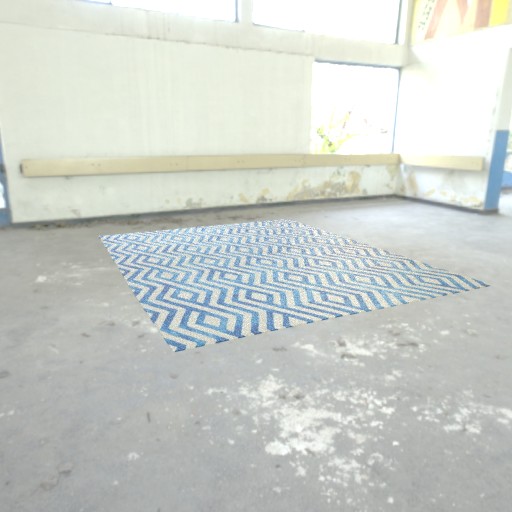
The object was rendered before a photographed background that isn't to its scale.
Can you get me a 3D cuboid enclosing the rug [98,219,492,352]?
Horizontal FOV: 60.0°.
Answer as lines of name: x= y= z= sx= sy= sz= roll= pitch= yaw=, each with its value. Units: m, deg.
rug: x=0.000 y=0.000 z=4.130 sx=2.453 sy=0.008 sz=3.059 roll=-7 pitch=17 yaw=-25
